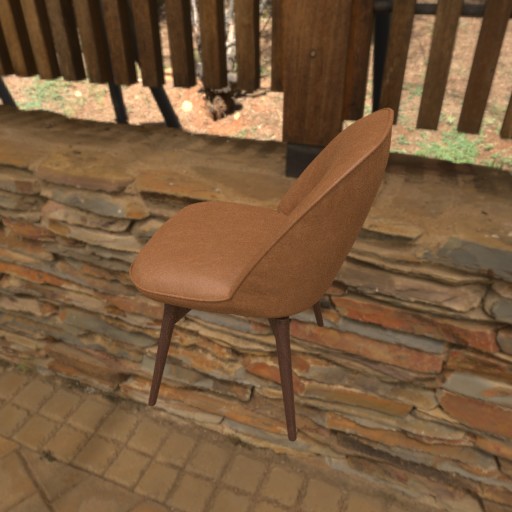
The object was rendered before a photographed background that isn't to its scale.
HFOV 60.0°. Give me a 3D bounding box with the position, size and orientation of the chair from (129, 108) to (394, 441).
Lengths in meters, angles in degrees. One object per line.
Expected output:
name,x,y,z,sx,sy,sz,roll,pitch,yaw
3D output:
chair,0.000,0.000,1.257,0.631,0.831,0.521,9,33,14
